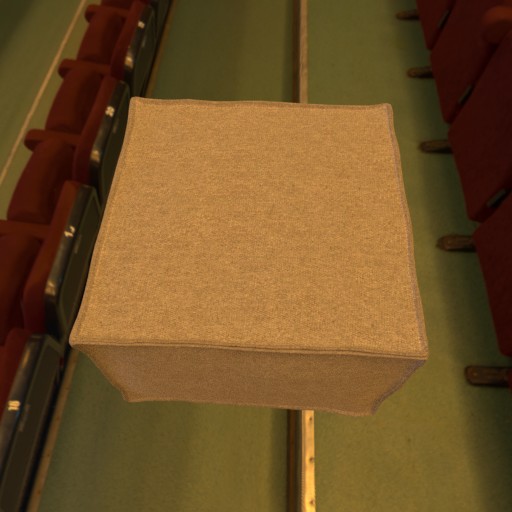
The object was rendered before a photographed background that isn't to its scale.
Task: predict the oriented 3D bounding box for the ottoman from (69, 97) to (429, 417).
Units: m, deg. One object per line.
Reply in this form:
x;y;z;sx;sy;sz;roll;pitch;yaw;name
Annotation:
0.000;0.000;1.151;0.696;0.470;0.707;2;59;1;ottoman
